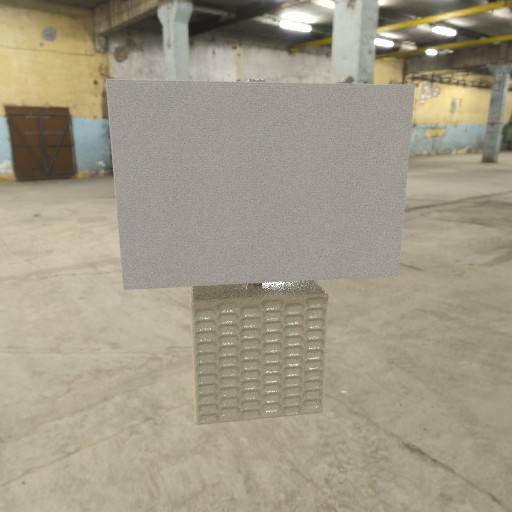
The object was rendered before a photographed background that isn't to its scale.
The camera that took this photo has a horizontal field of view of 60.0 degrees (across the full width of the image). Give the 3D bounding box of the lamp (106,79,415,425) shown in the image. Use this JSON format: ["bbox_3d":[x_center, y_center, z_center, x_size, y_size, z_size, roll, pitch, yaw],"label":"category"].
[{"bbox_3d":[0.000,0.000,0.694,0.380,0.515,0.200,-2,15,-9],"label":"lamp"}]
